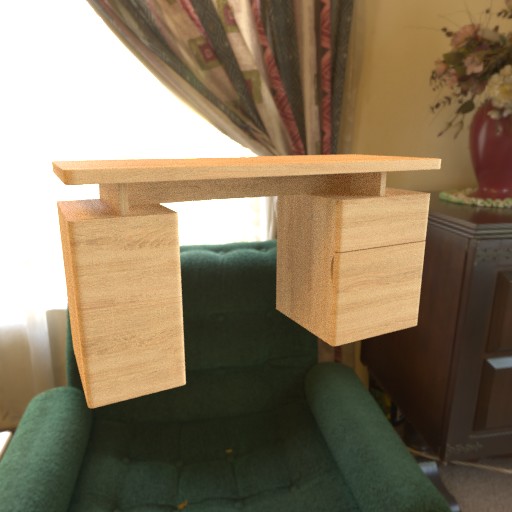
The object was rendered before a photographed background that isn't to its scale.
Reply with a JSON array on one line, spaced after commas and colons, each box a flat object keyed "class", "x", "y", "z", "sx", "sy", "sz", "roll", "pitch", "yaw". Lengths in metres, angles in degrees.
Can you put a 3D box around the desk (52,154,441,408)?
[{"class": "desk", "x": 0.000, "y": 0.000, "z": 1.788, "sx": 1.400, "sy": 0.760, "sz": 0.550, "roll": -8, "pitch": 17, "yaw": -26}]
